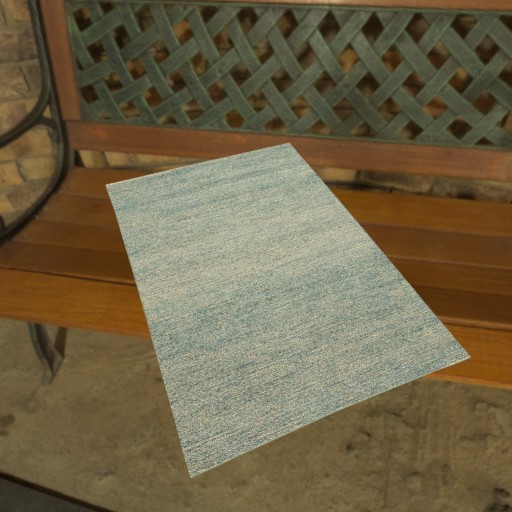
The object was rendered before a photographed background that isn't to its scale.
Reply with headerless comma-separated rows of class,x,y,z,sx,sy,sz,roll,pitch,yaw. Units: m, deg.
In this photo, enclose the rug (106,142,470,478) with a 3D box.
rug,0.000,0.000,5.165,2.802,0.052,4.078,-17,49,-15
